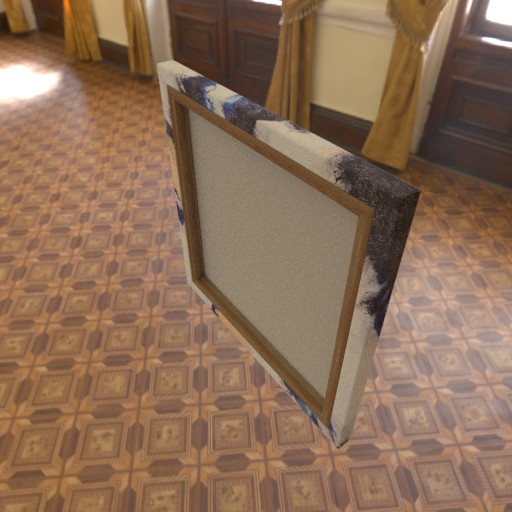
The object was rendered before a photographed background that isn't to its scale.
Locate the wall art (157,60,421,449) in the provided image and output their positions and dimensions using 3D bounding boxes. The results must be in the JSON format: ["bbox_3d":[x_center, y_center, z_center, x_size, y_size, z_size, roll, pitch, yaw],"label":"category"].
[{"bbox_3d":[0.000,0.000,0.901,0.039,0.609,0.609,-26,47,-27],"label":"wall art"}]
